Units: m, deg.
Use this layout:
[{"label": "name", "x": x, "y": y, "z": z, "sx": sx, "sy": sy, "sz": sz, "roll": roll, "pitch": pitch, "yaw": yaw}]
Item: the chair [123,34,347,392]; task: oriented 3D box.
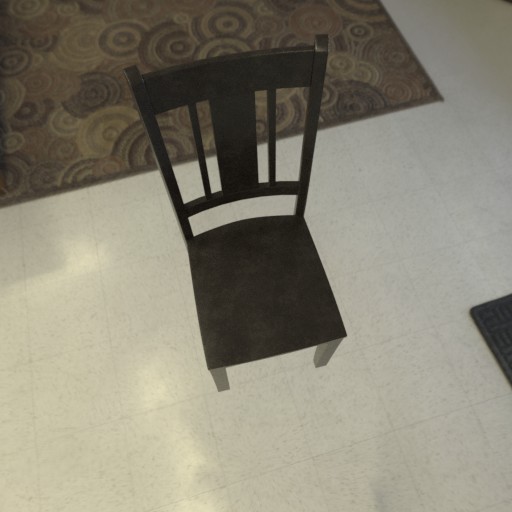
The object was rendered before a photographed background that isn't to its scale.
[{"label": "chair", "x": 0.000, "y": 0.000, "z": 1.287, "sx": 0.450, "sy": 0.998, "sz": 0.555, "roll": -12, "pitch": 65, "yaw": -6}]
